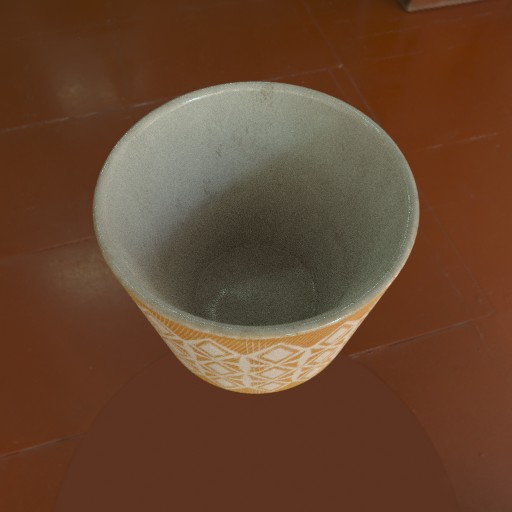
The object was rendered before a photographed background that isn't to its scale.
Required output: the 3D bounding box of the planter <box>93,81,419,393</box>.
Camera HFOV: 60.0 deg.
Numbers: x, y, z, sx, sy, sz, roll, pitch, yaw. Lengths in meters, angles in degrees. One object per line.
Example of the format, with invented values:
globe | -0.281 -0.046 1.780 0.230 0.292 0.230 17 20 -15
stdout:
planter | 0.000 0.000 0.336 0.193 0.165 0.193 0 59 0
